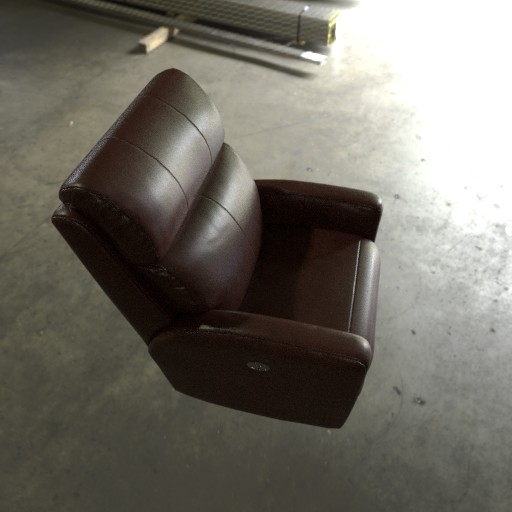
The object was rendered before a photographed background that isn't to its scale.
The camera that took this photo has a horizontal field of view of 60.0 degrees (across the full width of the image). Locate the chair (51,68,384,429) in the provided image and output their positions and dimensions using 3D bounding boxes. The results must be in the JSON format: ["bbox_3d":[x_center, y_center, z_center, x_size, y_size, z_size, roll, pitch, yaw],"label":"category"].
[{"bbox_3d":[0.000,0.000,1.601,0.939,1.016,0.787,10,49,9],"label":"chair"}]
